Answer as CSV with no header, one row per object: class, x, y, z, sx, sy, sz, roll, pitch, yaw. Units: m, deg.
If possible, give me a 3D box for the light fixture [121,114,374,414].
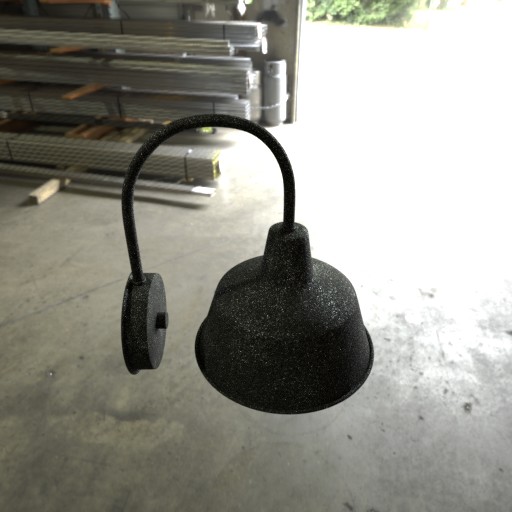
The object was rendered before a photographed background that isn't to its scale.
light fixture,0.000,0.000,0.476,0.283,0.300,0.216,0,32,-1
